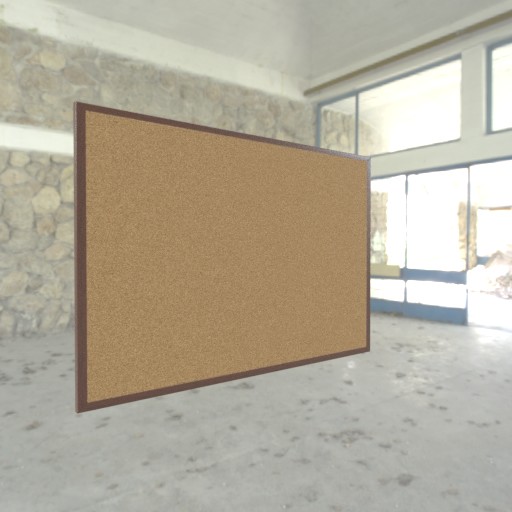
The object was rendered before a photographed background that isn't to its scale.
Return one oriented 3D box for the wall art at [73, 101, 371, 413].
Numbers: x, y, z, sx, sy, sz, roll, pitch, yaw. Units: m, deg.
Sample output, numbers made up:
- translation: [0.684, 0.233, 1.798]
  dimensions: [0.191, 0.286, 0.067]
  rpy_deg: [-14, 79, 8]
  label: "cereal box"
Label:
- translation: [0.000, 0.000, 0.846]
  dimensions: [0.660, 0.455, 0.014]
  rpy_deg: [-1, 1, -37]
  label: "wall art"
